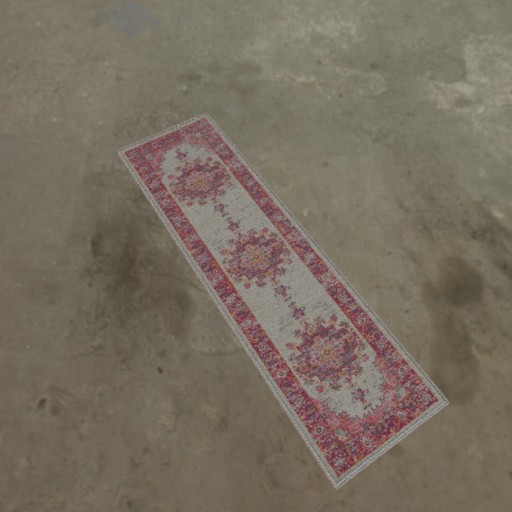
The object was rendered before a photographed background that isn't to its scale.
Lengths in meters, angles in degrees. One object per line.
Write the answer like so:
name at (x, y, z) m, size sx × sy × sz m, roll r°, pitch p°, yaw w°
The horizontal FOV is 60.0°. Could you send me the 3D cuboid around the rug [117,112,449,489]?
rug at (0.000, 0.000, 2.449) m, size 0.666 × 0.011 × 2.294 m, roll -29°, pitch 63°, yaw -16°
